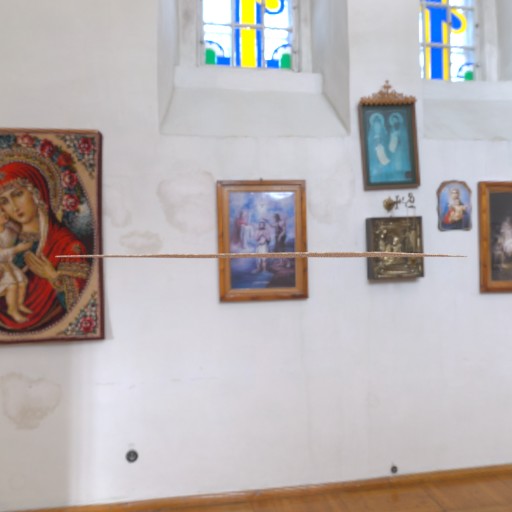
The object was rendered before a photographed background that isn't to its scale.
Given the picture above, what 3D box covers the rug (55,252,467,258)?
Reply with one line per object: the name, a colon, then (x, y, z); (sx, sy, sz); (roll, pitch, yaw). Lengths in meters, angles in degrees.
rug: (0.000, 0.000, 2.223); (1.745, 0.010, 1.146); (0, -1, 36)
